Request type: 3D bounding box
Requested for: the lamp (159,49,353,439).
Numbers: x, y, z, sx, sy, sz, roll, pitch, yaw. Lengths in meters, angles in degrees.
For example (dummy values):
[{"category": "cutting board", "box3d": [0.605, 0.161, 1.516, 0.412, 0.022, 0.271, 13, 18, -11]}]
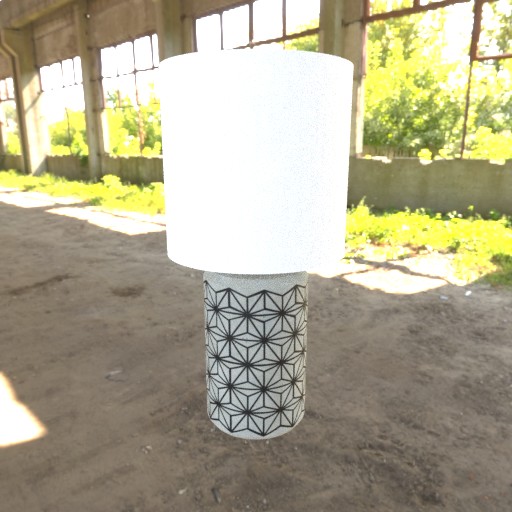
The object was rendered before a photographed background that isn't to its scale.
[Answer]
[{"category": "lamp", "box3d": [0.000, 0.000, 0.529, 0.206, 0.416, 0.206, 2, 14, 9]}]
